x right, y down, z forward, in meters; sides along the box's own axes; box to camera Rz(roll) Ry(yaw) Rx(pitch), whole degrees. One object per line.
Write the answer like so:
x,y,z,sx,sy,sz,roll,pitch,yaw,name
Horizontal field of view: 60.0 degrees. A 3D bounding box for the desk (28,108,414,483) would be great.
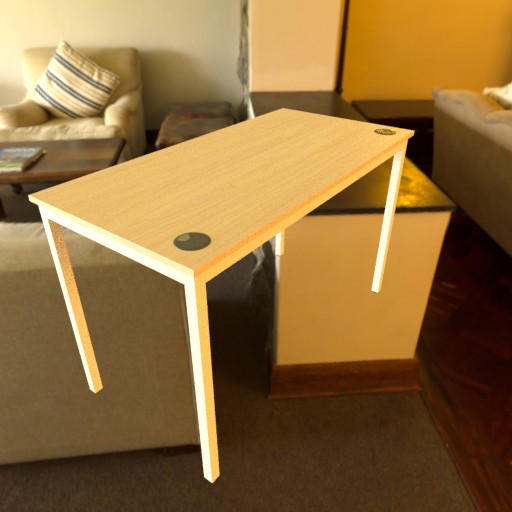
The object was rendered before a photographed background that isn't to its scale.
0.000,0.000,1.617,0.600,0.750,1.200,21,38,31,desk
